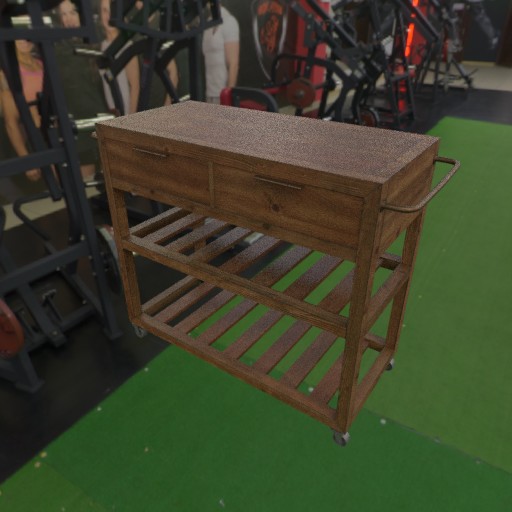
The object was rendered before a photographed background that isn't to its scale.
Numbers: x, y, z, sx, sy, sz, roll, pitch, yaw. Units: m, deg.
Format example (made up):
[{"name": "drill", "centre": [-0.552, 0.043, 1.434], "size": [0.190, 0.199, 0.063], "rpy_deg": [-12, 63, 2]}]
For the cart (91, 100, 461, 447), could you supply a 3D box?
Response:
[{"name": "cart", "centre": [0.000, 0.000, 1.475], "size": [1.065, 0.830, 0.445], "rpy_deg": [19, 35, 30]}]
